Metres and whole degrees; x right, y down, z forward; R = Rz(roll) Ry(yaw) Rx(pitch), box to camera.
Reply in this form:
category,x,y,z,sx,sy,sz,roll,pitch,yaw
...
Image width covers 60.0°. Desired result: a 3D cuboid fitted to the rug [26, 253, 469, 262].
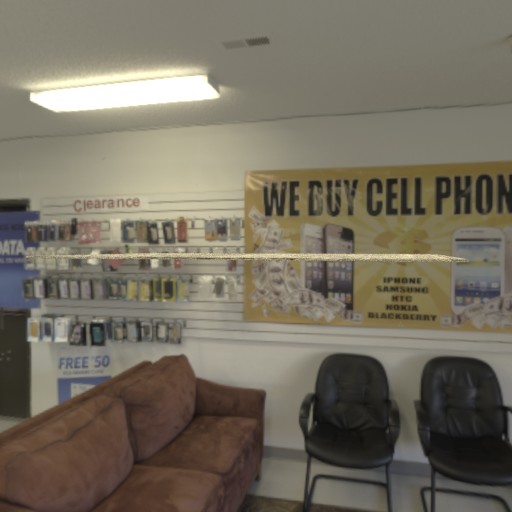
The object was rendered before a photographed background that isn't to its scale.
category,x,y,z,sx,sy,sz,roll,pitch,yaw
rug,0.000,0.000,3.046,2.444,0.012,1.530,0,1,17
